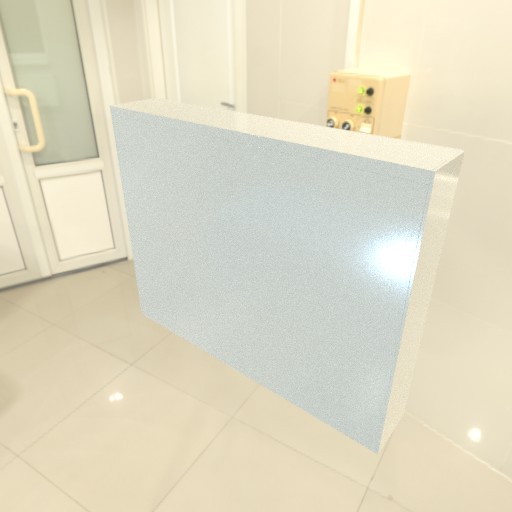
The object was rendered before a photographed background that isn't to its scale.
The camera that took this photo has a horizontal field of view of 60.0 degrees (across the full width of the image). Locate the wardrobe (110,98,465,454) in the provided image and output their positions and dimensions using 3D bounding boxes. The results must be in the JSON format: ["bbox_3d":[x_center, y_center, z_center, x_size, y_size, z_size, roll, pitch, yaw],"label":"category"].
[{"bbox_3d":[0.000,0.000,4.019,3.000,2.360,0.580,22,36,33],"label":"wardrobe"}]
